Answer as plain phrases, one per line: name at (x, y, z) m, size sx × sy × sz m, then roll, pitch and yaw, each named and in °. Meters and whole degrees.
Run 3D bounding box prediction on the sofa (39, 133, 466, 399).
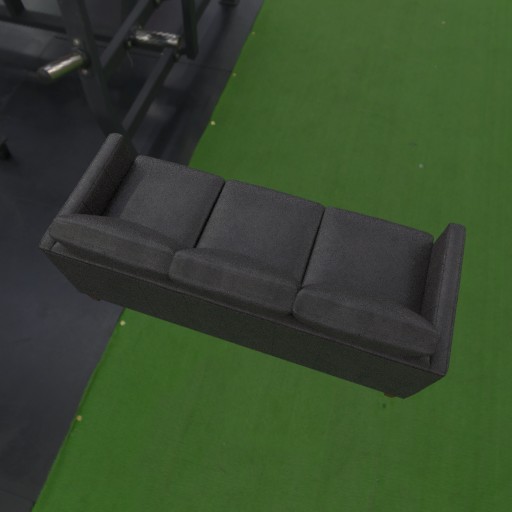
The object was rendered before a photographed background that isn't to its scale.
sofa at (0.000, 0.000, 2.990) m, size 2.464 × 1.006 × 1.045 m, roll 16°, pitch 63°, yaw 9°
